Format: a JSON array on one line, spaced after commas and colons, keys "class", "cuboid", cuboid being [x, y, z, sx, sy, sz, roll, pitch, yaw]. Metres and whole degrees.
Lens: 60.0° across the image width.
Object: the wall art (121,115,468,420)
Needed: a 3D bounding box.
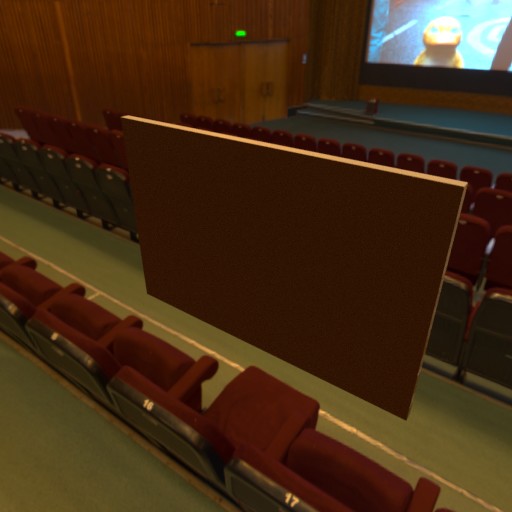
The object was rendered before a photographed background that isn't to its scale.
[{"class": "wall art", "cuboid": [0.000, 0.000, 1.185, 0.932, 0.610, 0.027, 20, 35, 31]}]
